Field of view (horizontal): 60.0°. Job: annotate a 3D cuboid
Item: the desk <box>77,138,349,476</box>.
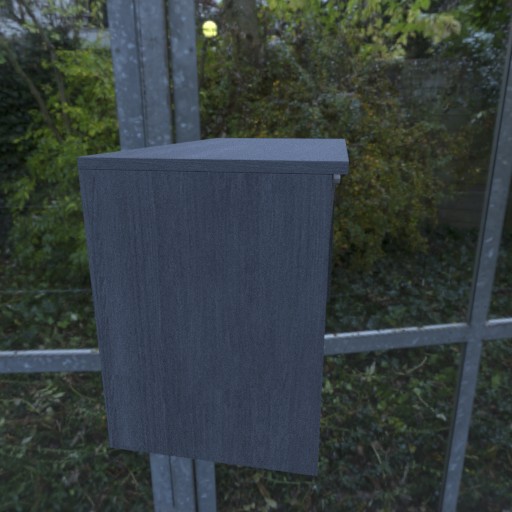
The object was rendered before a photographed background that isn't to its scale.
[{"bbox_3d":[0.000,0.000,1.499,0.557,0.729,1.099,3,17,10],"label":"desk"}]
